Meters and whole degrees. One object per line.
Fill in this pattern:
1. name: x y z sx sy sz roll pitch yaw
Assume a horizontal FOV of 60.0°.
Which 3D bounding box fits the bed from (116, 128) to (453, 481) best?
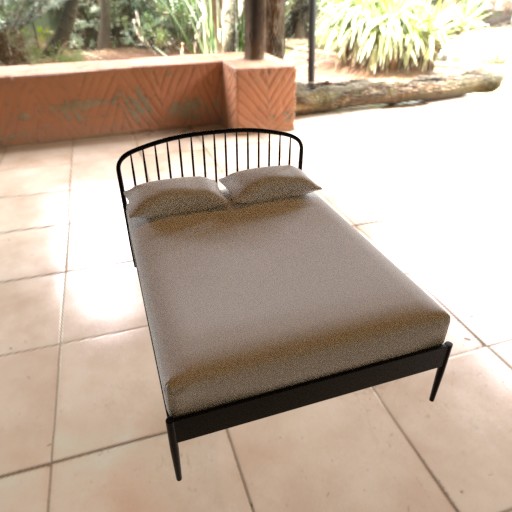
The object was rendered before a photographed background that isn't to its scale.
1. bed: 0.000 0.000 3.066 1.618 1.166 2.159 -10 34 -16
